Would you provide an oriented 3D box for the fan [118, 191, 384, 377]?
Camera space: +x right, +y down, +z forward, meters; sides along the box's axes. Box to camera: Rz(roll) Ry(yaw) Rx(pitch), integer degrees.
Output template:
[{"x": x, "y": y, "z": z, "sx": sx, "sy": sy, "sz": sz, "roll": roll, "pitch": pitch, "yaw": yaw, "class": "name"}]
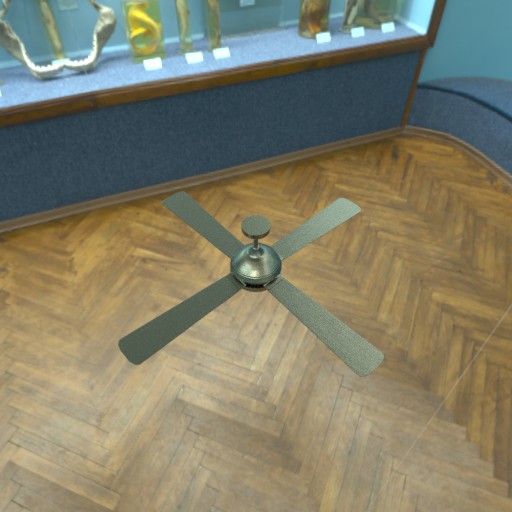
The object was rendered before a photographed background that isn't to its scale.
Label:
[{"x": 0.000, "y": 0.000, "z": 1.993, "sx": 1.321, "sy": 0.381, "sz": 1.321, "roll": -16, "pitch": 49, "yaw": -14, "class": "fan"}]
